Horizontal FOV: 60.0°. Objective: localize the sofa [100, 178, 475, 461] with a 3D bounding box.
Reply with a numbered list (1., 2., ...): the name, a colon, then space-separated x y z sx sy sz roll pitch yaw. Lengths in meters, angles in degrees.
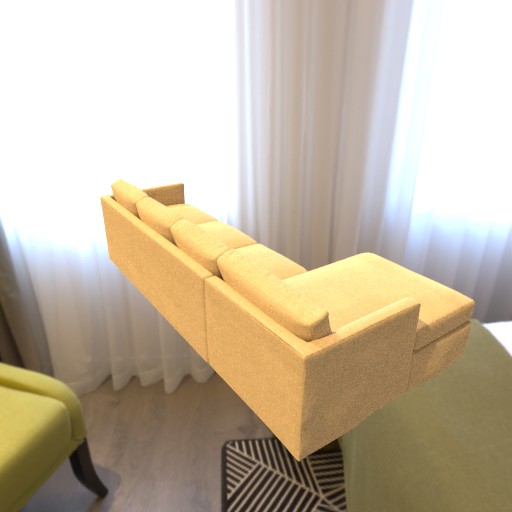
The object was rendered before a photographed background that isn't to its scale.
1. sofa: 0.000 0.000 3.857 1.650 0.922 3.205 -17 30 -31
